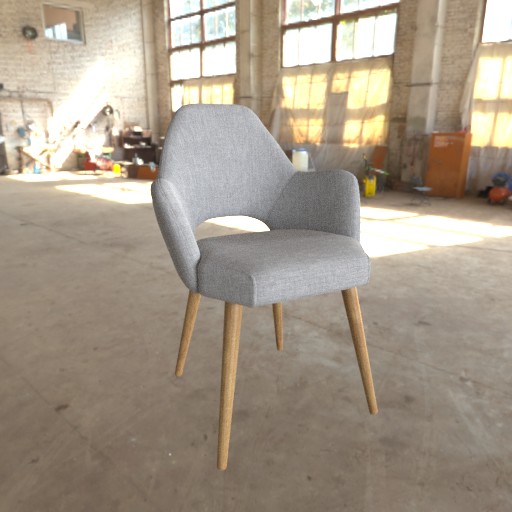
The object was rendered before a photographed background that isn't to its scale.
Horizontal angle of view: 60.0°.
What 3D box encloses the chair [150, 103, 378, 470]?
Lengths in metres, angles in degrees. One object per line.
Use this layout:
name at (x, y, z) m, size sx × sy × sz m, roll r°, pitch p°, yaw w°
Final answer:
chair at (0.000, 0.000, 1.253) m, size 0.590 × 0.840 × 0.610 m, roll -8°, pitch 18°, yaw -26°
